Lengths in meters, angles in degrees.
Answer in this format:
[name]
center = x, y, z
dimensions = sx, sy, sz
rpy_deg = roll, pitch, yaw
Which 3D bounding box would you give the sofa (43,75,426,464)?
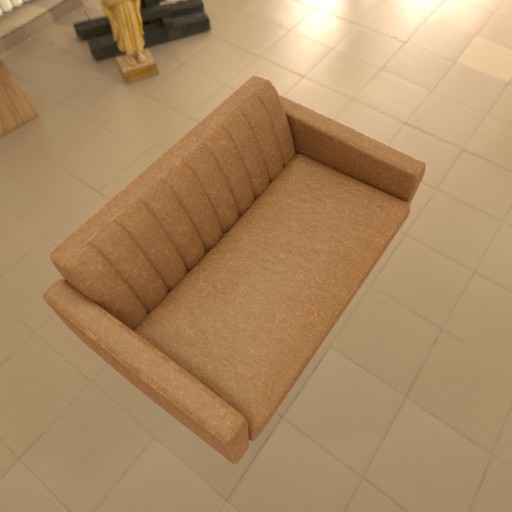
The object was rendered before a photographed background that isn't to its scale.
[sofa]
center = 0.000, 0.000, 2.087
dimensions = 0.960, 0.820, 1.549
rpy_deg = 32, 64, 18
